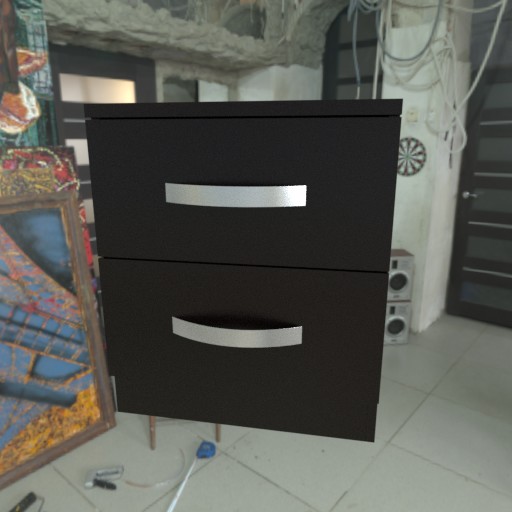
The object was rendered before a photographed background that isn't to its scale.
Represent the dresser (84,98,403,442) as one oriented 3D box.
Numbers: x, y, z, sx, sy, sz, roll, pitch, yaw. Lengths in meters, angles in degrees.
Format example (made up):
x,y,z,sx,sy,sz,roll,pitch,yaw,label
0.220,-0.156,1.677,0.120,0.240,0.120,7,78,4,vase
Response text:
x,y,z,sx,sy,sz,roll,pitch,yaw,label
0.000,0.000,0.747,0.400,0.470,0.360,3,15,10,dresser
